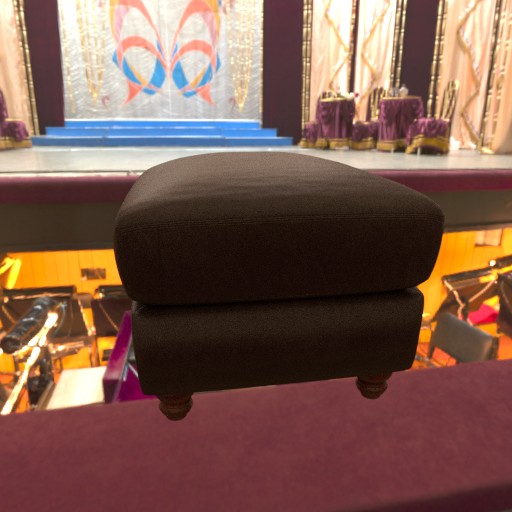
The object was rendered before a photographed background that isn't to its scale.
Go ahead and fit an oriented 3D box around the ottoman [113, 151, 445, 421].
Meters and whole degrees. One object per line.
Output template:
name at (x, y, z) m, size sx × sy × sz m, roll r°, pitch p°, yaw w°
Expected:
ottoman at (0.000, 0.000, 1.260) m, size 0.670 × 0.569 × 0.806 m, roll -3°, pitch 17°, yaw -10°
